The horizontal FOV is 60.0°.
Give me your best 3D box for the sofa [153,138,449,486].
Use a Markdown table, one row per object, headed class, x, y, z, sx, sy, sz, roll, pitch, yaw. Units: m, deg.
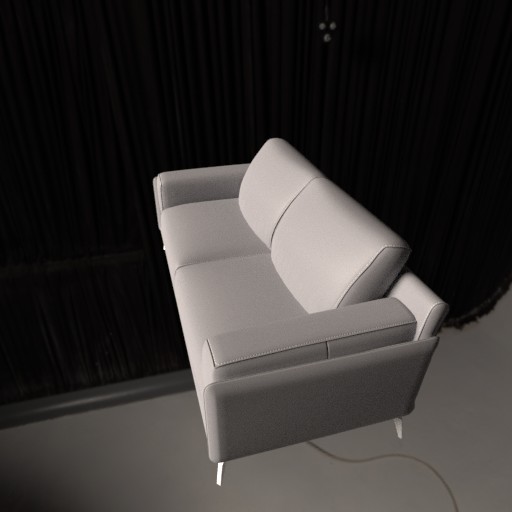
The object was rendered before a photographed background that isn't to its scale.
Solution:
| class | x | y | z | sx | sy | sz | roll | pitch | yaw |
| --- | --- | --- | --- | --- | --- | --- | --- | --- | --- |
| sofa | 0.000 | 0.000 | 2.535 | 0.969 | 0.900 | 2.100 | -9 | 32 | -14 |
